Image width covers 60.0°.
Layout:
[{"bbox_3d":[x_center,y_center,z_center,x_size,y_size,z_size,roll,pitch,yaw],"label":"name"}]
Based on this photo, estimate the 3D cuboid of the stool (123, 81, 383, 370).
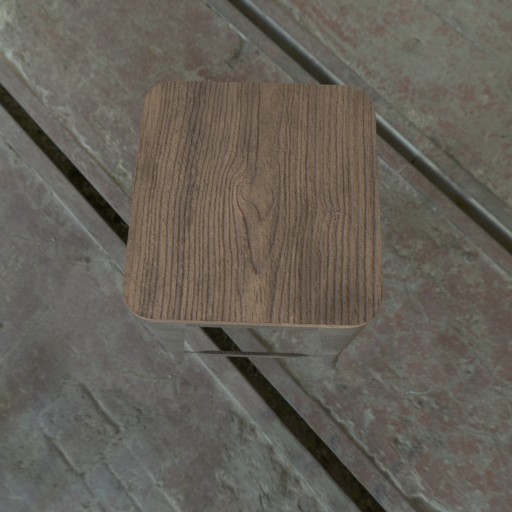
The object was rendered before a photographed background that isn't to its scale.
[{"bbox_3d":[0.000,0.000,0.853,0.407,0.607,0.407,2,75,0],"label":"stool"}]
